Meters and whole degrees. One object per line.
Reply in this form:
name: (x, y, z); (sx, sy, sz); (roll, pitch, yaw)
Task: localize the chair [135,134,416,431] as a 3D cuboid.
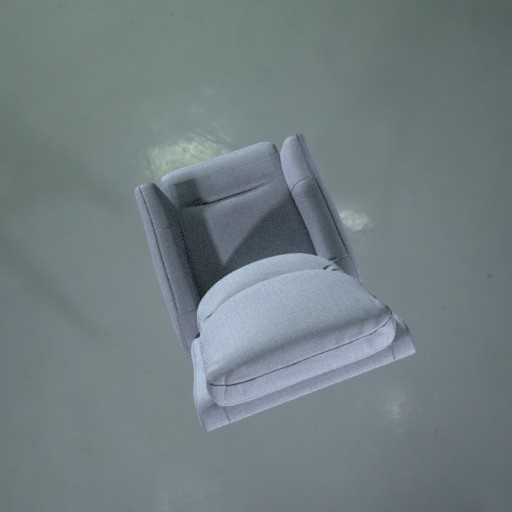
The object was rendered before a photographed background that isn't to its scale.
chair: (0.000, 0.000, 1.829); (0.829, 1.030, 1.080); (-19, 77, -4)
